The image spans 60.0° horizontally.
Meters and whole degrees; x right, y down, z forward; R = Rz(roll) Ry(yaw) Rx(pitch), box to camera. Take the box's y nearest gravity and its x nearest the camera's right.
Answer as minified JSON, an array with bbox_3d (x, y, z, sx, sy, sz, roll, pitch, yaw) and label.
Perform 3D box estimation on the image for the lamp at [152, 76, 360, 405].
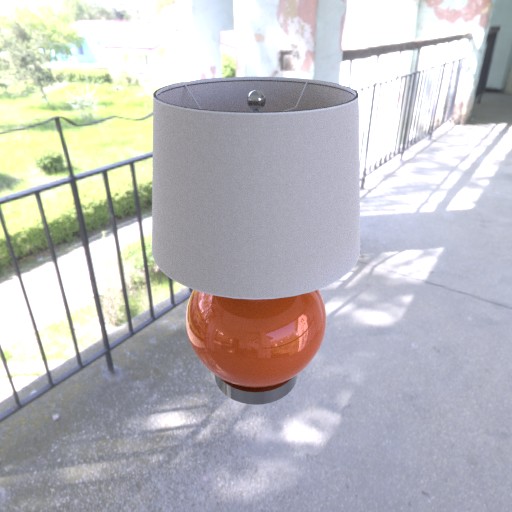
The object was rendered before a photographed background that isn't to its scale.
[{"bbox_3d":[0.000,0.000,0.546,0.247,0.387,0.247,0,30,0],"label":"lamp"}]
